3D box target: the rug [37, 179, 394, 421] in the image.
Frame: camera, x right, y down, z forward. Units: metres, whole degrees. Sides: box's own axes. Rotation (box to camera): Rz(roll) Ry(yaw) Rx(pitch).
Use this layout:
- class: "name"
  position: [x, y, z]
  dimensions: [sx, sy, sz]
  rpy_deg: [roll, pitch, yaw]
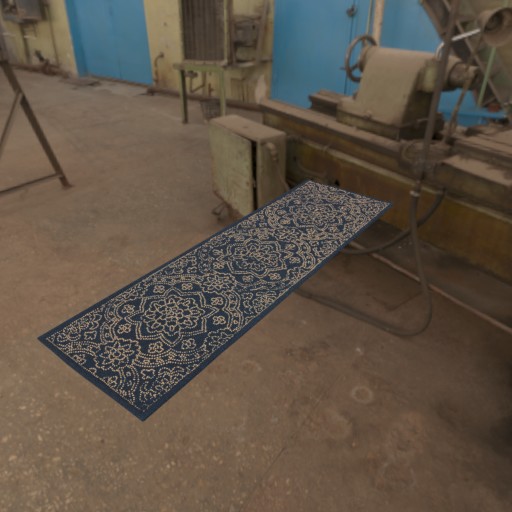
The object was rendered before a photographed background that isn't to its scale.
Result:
- class: "rug"
  position: [0.000, 0.000, 2.730]
  dimensions: [0.769, 0.012, 2.448]
  rpy_deg: [22, 39, 31]
